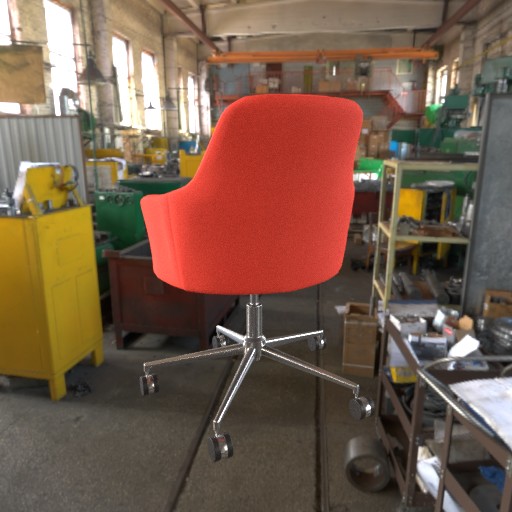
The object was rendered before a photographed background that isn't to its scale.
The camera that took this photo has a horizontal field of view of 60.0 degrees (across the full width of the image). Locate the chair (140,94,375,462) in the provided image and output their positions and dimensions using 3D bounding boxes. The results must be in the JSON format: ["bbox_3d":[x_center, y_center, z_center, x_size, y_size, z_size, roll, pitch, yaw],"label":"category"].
[{"bbox_3d":[0.000,0.000,1.265,0.655,0.820,0.600,-7,15,-25],"label":"chair"}]
